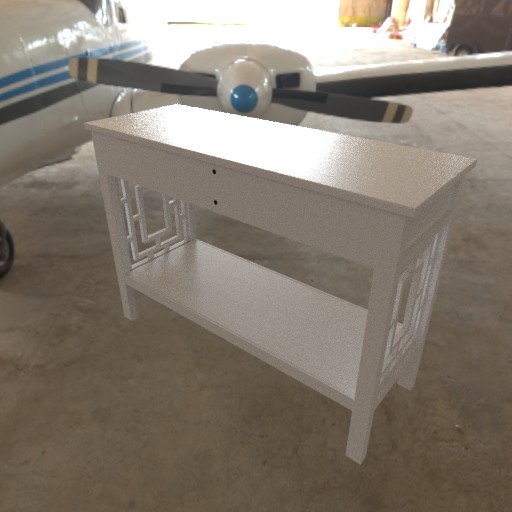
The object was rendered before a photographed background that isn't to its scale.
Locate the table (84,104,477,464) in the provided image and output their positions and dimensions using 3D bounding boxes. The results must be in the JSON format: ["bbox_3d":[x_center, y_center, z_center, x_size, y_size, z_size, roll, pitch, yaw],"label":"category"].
[{"bbox_3d":[0.000,0.000,1.417,1.068,0.753,0.397,22,36,33],"label":"table"}]
